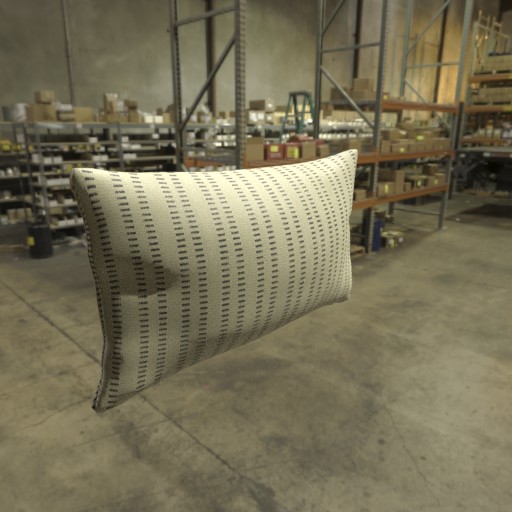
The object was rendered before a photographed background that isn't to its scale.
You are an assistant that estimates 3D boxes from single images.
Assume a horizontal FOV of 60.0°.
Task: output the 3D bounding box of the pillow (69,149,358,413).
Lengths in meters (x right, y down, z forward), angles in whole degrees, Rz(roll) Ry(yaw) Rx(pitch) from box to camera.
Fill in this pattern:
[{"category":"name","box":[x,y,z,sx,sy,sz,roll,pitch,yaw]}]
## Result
[{"category":"pillow","box":[0.000,0.000,0.801,0.640,0.353,0.210,-16,23,-42]}]
